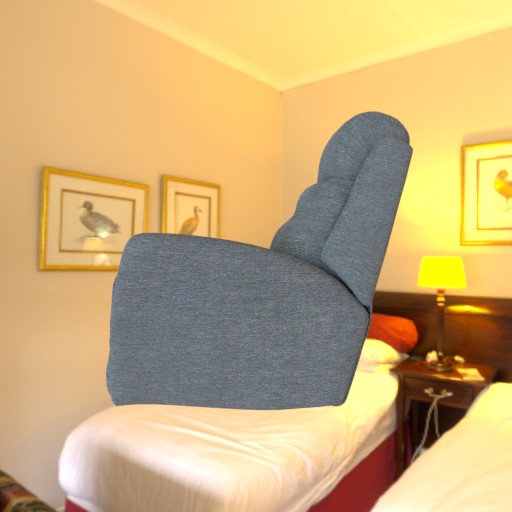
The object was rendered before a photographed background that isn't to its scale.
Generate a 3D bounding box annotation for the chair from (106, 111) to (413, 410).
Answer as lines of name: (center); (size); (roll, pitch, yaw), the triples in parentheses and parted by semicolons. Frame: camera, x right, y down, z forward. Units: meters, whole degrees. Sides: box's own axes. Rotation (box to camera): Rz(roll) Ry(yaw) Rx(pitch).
chair: (0.000, 0.000, 1.775); (1.043, 1.013, 0.798); (0, 0, 0)
